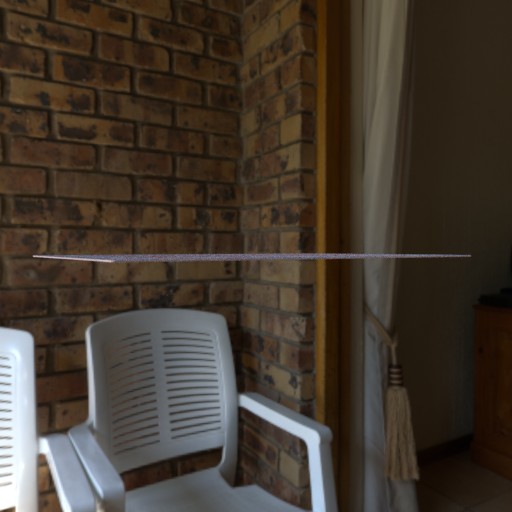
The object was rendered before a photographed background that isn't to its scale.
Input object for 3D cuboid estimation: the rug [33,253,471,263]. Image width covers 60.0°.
[{"bbox_3d":[0.000,0.000,2.215,1.829,0.009,1.219,-1,1,-36],"label":"rug"}]
